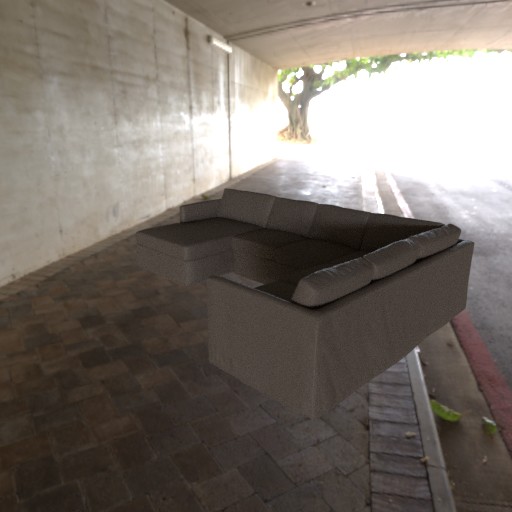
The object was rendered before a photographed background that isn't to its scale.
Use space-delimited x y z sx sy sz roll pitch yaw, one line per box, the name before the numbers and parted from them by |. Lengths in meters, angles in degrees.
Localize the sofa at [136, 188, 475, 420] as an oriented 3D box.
sofa | 0.000 0.000 4.606 2.476 0.878 3.528 -16 23 -42
